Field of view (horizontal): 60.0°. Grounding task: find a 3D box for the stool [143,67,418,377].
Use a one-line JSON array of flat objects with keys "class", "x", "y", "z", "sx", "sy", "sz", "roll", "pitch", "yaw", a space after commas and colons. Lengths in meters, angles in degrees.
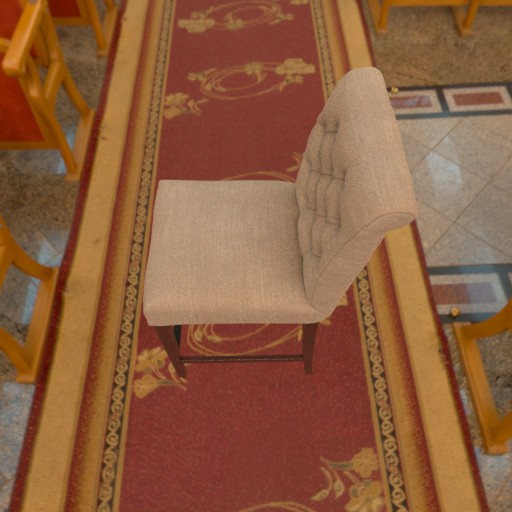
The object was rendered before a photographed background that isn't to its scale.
[{"class": "stool", "x": 0.000, "y": 0.000, "z": 1.441, "sx": 0.660, "sy": 1.084, "sz": 0.486, "roll": -1, "pitch": 58, "yaw": -1}]
